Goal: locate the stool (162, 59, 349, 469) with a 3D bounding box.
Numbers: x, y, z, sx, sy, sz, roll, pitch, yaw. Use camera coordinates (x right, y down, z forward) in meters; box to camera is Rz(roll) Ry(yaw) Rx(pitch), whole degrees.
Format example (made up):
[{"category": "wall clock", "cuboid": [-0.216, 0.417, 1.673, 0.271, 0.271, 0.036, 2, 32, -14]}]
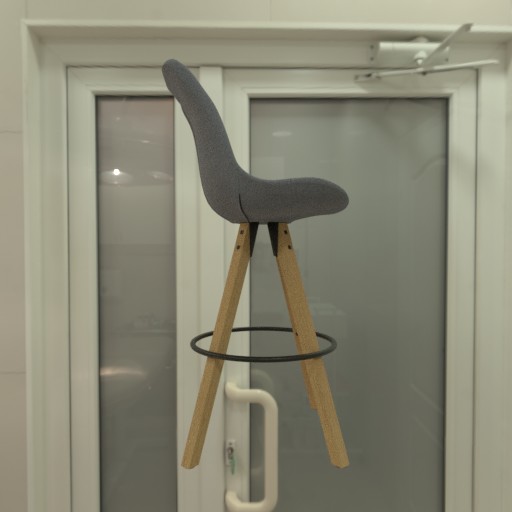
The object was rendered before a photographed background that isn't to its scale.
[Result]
[{"category": "stool", "cuboid": [0.000, 0.000, 1.384, 0.550, 1.115, 0.485, 0, 1, -1]}]
